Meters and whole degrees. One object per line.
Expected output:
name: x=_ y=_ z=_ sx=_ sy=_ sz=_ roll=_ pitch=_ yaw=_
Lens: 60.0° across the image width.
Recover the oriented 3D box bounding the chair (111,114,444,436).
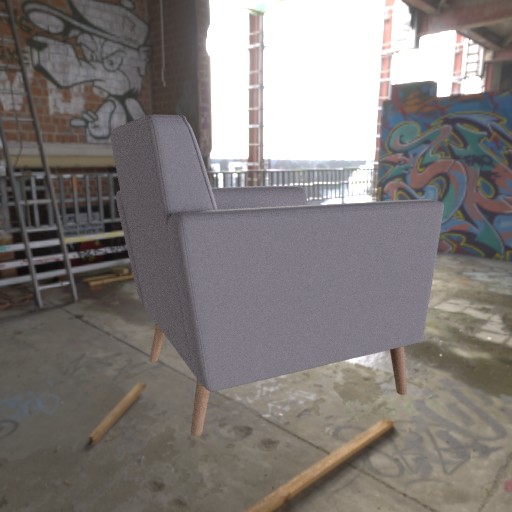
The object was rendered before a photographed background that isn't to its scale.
chair: x=0.000 y=0.000 z=1.382 sx=0.750 sy=0.780 sz=0.780 roll=-6 pitch=14 yaw=-25
